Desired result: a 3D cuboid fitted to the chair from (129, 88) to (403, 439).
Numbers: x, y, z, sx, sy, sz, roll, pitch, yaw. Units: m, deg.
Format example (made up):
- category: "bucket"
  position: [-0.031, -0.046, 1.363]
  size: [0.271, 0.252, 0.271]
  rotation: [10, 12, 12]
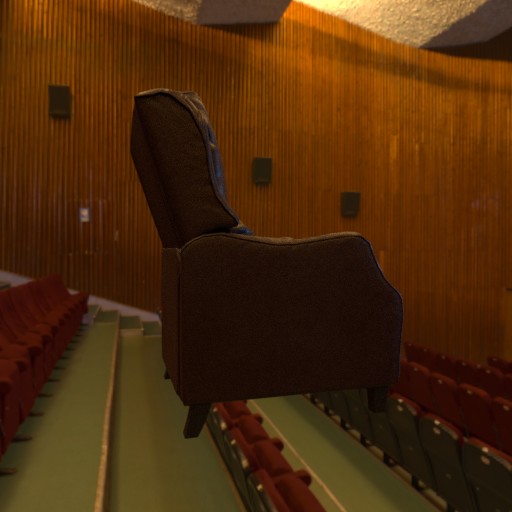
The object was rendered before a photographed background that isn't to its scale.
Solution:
- category: "chair"
  position: [0.000, 0.000, 1.814]
  size: [0.982, 1.132, 0.770]
  rotation: [0, 1, -17]
